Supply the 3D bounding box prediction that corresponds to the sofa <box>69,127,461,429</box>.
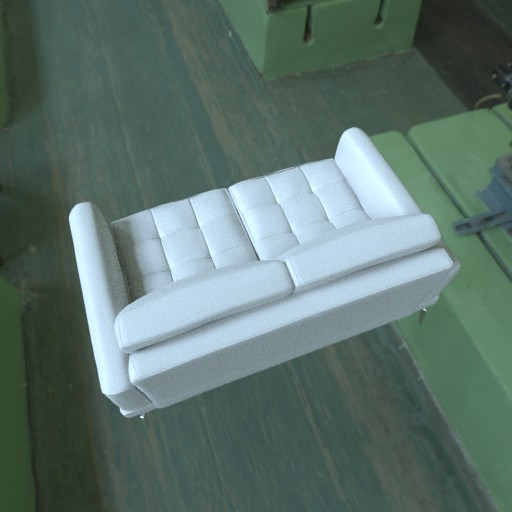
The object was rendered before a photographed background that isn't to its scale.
[{"bbox_3d":[0.000,0.000,2.405,1.819,0.930,1.121,-18,60,-11],"label":"sofa"}]
